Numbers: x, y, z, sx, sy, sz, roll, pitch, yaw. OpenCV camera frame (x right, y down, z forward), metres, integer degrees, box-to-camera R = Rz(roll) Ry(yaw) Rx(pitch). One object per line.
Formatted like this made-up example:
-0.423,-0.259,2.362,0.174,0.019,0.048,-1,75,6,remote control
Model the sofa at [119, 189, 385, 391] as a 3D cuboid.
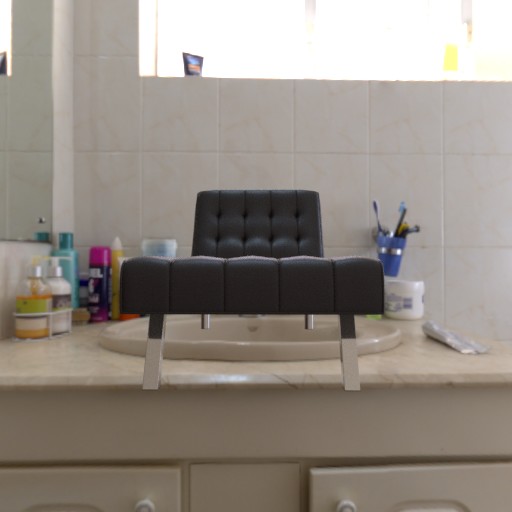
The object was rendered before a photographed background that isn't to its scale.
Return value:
0.000,0.000,2.004,0.760,0.820,1.560,0,-1,1,sofa
